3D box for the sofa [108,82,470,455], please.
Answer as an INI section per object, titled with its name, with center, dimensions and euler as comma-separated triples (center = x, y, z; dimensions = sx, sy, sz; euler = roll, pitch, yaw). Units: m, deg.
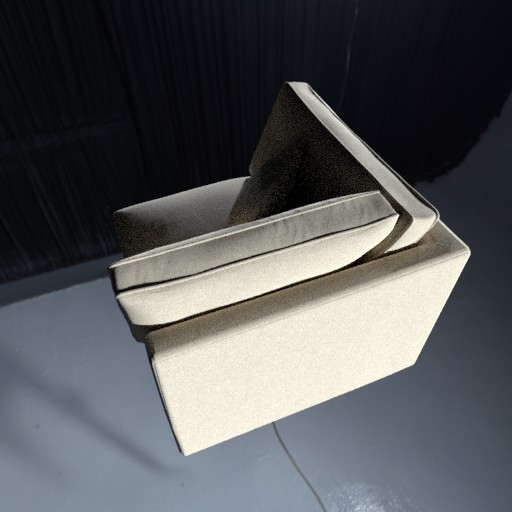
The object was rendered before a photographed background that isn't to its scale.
[sofa]
center = 0.000, 0.000, 1.911
dimensions = 1.146, 1.002, 1.084
euler = -17, 49, -15
